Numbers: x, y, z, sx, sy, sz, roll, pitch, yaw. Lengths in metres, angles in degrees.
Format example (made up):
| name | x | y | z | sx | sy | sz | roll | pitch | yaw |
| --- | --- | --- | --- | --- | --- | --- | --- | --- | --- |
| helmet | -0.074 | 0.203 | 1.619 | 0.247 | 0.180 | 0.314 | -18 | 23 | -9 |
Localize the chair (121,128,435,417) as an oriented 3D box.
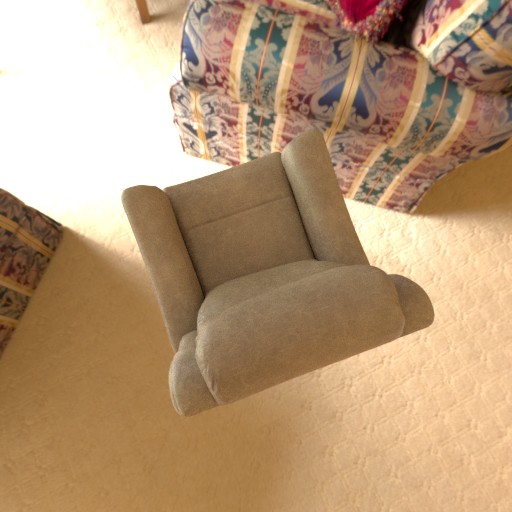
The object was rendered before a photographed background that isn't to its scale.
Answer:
| name | x | y | z | sx | sy | sz | roll | pitch | yaw |
| --- | --- | --- | --- | --- | --- | --- | --- | --- | --- |
| chair | 0.000 | 0.000 | 1.942 | 0.965 | 1.116 | 1.068 | -19 | 75 | -5 |
